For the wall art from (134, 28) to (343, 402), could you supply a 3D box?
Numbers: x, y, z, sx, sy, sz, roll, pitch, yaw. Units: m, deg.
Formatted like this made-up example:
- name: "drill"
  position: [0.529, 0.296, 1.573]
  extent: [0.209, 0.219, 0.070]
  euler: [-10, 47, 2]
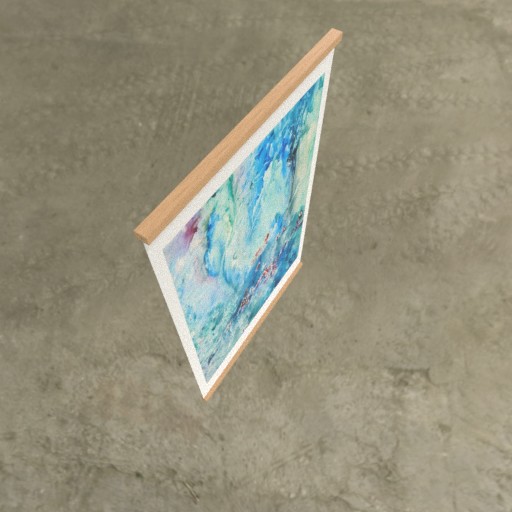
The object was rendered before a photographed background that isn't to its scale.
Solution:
- name: "wall art"
  position: [0.000, 0.000, 0.767]
  extent: [0.016, 0.611, 0.401]
  euler: [29, 62, 17]
